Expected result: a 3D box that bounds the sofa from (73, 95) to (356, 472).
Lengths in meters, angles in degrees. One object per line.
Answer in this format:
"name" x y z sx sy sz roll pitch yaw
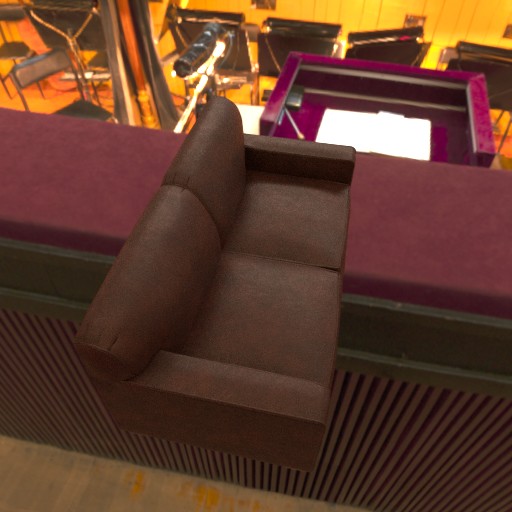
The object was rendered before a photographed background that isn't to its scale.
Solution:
"sofa" 0.000 0.000 2.414 1.000 0.966 1.856 9 48 8
